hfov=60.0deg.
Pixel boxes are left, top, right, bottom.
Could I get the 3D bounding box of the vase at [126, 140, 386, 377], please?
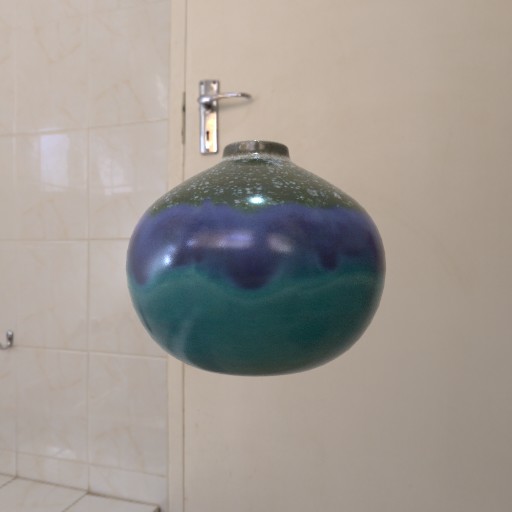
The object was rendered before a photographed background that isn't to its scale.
[{"bbox_3d":[0.000,0.000,0.273,0.154,0.133,0.154,0,0,0],"label":"vase"}]
